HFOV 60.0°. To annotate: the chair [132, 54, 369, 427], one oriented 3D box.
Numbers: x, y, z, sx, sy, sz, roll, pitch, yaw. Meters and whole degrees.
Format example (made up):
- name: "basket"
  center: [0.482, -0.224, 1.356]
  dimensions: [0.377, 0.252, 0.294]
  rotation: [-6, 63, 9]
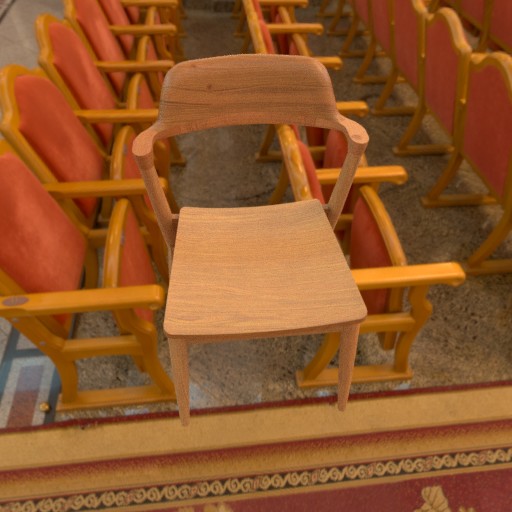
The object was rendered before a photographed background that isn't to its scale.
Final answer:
- name: "chair"
  center: [0.000, 0.000, 1.103]
  dimensions: [0.512, 0.792, 0.499]
  rotation: [-4, 47, -4]
